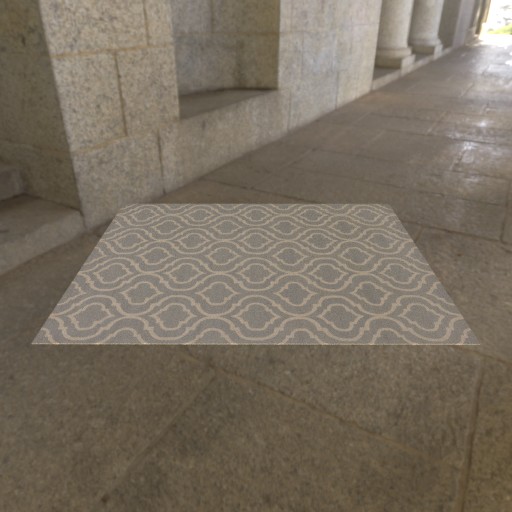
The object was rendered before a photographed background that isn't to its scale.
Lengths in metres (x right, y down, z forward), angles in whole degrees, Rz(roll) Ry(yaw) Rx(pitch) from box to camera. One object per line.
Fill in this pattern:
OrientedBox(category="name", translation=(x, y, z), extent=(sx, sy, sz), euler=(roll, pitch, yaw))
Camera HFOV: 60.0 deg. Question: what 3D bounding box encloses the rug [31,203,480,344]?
OrientedBox(category="rug", translation=(0.000, 0.000, 3.847), extent=(2.892, 0.006, 2.283), euler=(0, 30, 0))
